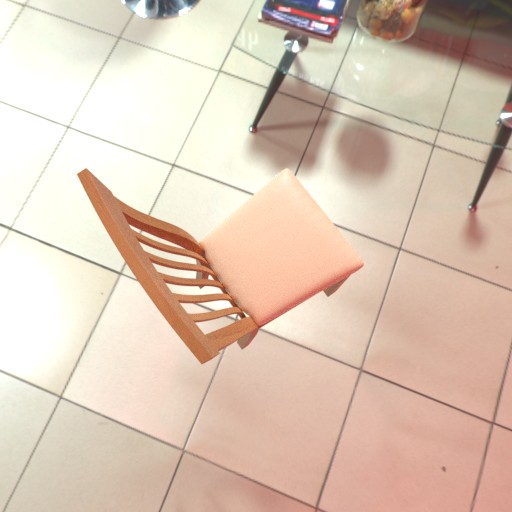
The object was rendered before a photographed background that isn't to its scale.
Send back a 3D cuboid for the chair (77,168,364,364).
[{"bbox_3d":[0.000,0.000,1.376,0.580,1.050,0.450,-34,77,-9],"label":"chair"}]
